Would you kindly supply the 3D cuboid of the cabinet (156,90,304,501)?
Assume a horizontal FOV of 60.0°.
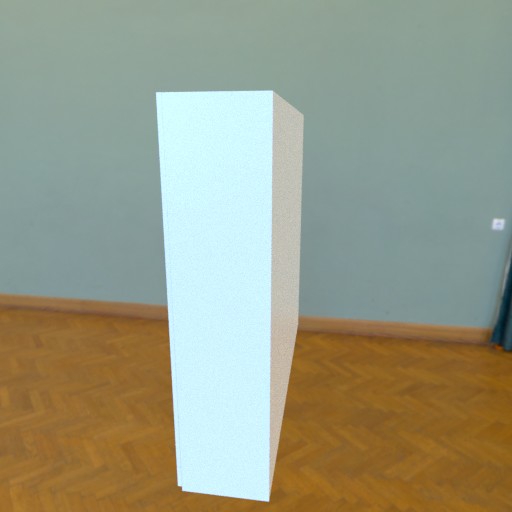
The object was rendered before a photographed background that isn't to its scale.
[{"bbox_3d":[0.000,0.000,3.736,0.590,2.370,2.700,2,15,9],"label":"cabinet"}]
